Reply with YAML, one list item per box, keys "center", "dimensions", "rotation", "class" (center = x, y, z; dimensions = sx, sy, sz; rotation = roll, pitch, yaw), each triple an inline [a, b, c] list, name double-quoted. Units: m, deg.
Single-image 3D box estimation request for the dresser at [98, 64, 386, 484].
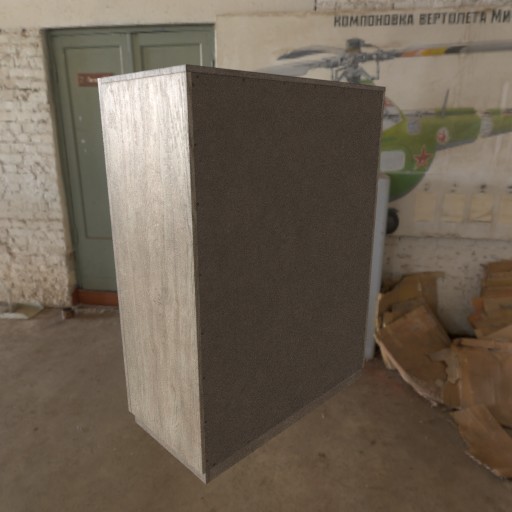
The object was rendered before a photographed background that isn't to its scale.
- center: [0.000, 0.000, 1.775]
  dimensions: [0.967, 1.295, 0.483]
  rotation: [-16, 22, -42]
  class: "dresser"
